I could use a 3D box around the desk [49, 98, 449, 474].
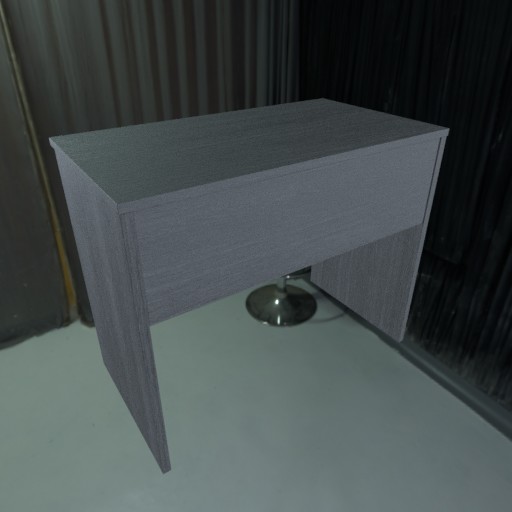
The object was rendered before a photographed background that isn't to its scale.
[{"bbox_3d":[0.000,0.000,1.309,0.893,0.724,0.498,-19,35,-29],"label":"desk"}]
